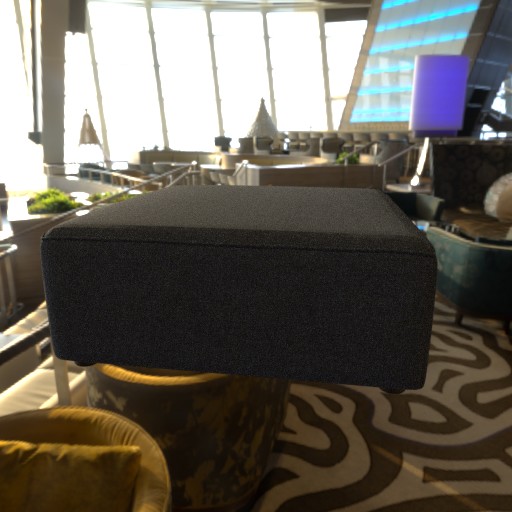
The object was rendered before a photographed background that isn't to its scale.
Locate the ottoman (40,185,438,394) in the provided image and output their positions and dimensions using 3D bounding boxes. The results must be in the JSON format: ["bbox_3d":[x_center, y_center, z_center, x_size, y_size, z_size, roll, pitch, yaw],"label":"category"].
[{"bbox_3d":[0.000,0.000,1.556,1.000,0.439,1.000,3,16,9],"label":"ottoman"}]
